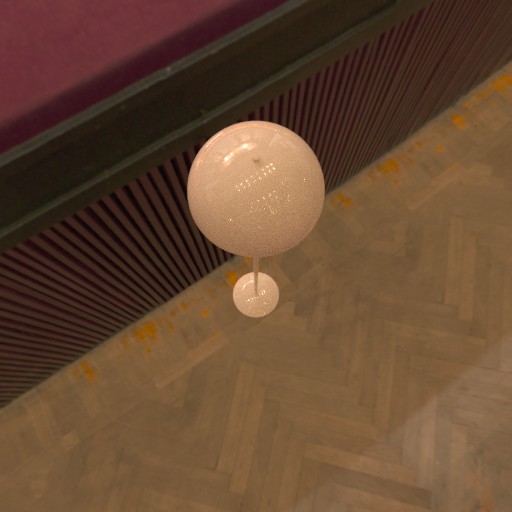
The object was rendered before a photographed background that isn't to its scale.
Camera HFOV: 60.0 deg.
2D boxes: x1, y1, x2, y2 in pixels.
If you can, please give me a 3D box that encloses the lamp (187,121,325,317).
[{"bbox_3d":[0.000,0.000,1.614,0.328,1.480,0.328,-32,77,-8],"label":"lamp"}]
